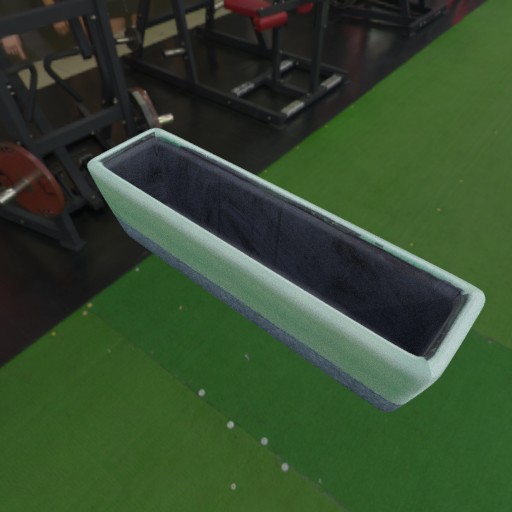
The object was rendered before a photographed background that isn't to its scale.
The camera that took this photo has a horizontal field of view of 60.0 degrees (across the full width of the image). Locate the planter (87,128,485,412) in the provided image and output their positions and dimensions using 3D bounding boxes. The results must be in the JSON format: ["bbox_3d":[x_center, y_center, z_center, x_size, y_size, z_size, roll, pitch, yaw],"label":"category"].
[{"bbox_3d":[0.000,0.000,0.309,0.275,0.072,0.072,31,54,27],"label":"planter"}]
